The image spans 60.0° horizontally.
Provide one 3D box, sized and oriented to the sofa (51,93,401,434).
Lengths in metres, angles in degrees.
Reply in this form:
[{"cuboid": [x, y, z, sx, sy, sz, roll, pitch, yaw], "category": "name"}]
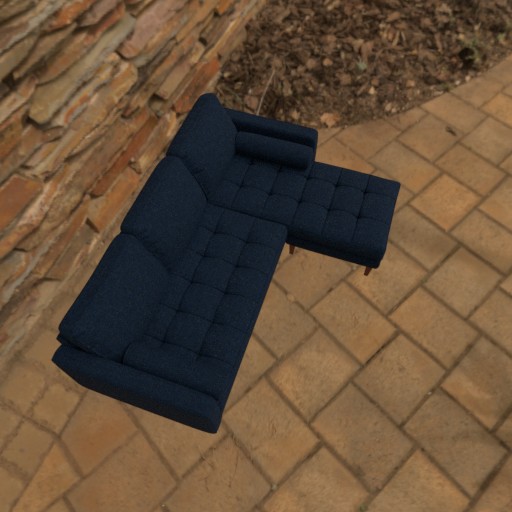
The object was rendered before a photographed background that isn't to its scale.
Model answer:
[{"cuboid": [0.000, 0.000, 2.906, 1.613, 0.841, 2.185, 16, 60, 10], "category": "sofa"}]
